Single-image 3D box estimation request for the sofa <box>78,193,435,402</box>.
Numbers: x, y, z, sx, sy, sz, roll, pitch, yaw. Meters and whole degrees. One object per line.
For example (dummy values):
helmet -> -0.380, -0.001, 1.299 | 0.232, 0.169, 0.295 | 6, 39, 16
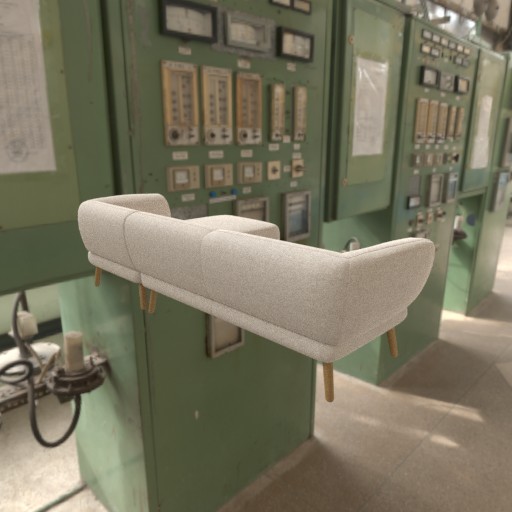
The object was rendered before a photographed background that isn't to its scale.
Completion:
sofa -> 0.000, 0.000, 3.257 | 2.660, 0.730, 1.610 | 14, 21, 43
